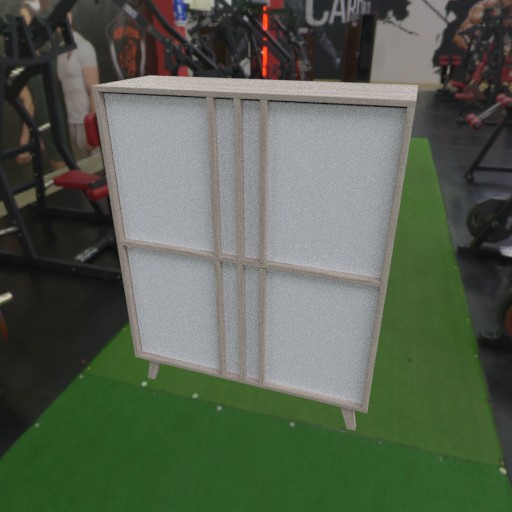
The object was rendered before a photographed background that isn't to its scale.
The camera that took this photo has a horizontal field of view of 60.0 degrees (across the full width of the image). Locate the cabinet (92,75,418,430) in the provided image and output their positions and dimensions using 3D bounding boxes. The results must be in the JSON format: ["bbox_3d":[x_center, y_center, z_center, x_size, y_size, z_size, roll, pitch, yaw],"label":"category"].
[{"bbox_3d":[0.000,0.000,1.921,1.111,1.388,0.398,9,29,16],"label":"cabinet"}]
